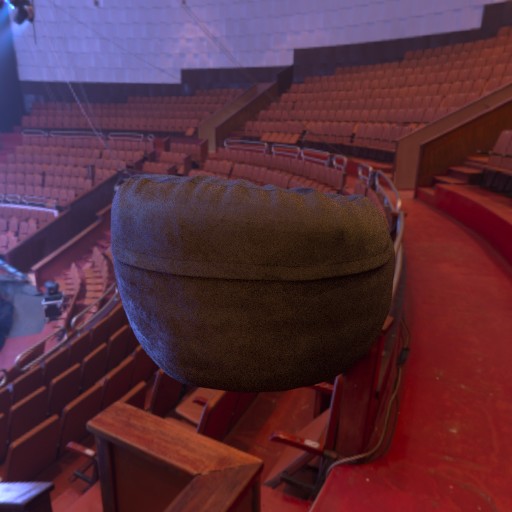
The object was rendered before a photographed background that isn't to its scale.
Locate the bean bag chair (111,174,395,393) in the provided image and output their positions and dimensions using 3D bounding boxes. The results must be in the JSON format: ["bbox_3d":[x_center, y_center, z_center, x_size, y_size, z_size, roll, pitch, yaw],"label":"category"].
[{"bbox_3d":[0.000,0.000,2.069,1.245,0.821,1.245,0,16,0],"label":"bean bag chair"}]
